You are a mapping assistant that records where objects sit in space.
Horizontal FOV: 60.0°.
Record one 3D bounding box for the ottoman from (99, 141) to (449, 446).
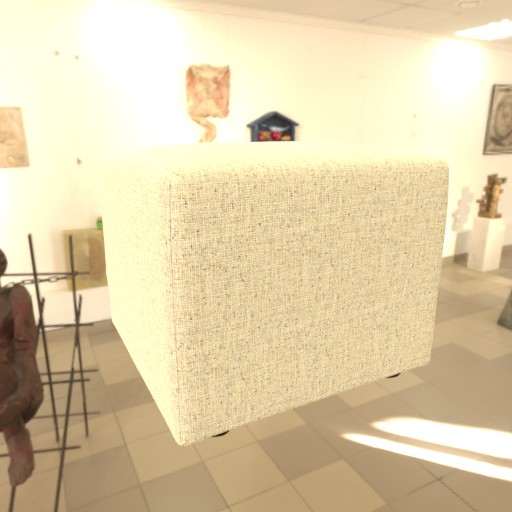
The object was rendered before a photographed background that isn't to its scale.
[{"bbox_3d":[0.000,0.000,0.908,0.521,0.453,0.512,-8,18,-27],"label":"ottoman"}]
